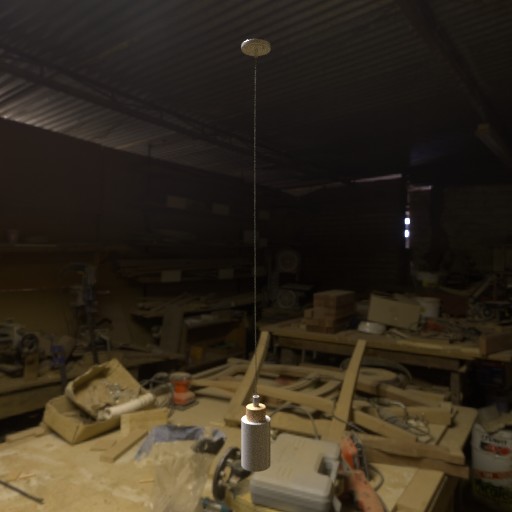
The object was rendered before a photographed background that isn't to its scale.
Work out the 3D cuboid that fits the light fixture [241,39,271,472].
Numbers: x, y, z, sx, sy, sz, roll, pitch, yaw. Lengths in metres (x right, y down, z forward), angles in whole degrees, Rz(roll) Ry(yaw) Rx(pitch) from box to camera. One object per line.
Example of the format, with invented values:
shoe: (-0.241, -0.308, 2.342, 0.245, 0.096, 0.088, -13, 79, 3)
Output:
light fixture: (0.000, 0.000, 1.903, 0.125, 1.798, 0.125, 0, 1, 36)
